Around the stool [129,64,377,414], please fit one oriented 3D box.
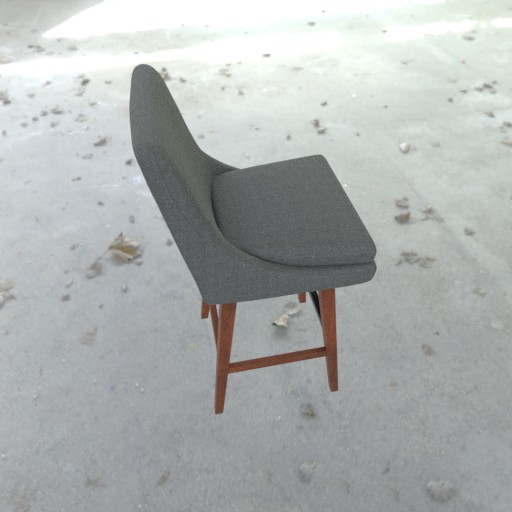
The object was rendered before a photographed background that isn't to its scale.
[{"bbox_3d":[0.000,0.000,1.261,0.524,0.977,0.447,-8,45,-8],"label":"stool"}]
